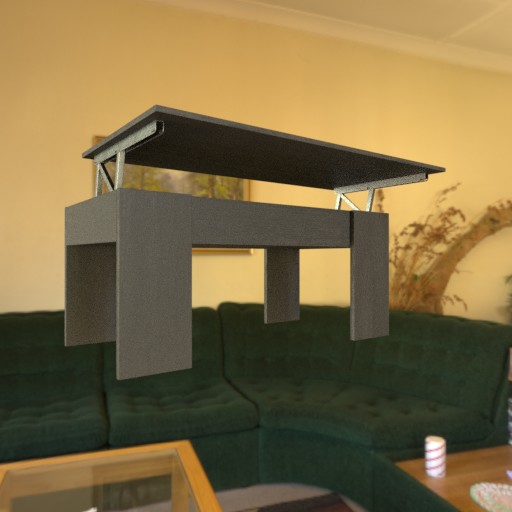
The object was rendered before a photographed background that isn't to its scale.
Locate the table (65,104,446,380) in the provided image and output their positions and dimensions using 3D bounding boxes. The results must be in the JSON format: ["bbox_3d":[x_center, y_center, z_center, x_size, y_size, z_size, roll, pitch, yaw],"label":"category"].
[{"bbox_3d":[0.000,0.000,1.418,1.000,0.570,0.711,0,0,-37],"label":"table"}]
